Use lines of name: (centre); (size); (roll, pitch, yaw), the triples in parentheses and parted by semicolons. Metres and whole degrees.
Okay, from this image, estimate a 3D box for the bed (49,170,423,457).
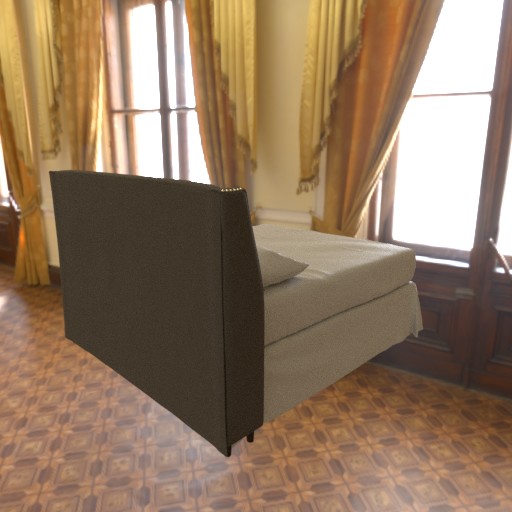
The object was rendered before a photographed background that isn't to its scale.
bed: (0.000, 0.000, 3.387); (2.276, 1.332, 1.925); (-13, 19, -43)
